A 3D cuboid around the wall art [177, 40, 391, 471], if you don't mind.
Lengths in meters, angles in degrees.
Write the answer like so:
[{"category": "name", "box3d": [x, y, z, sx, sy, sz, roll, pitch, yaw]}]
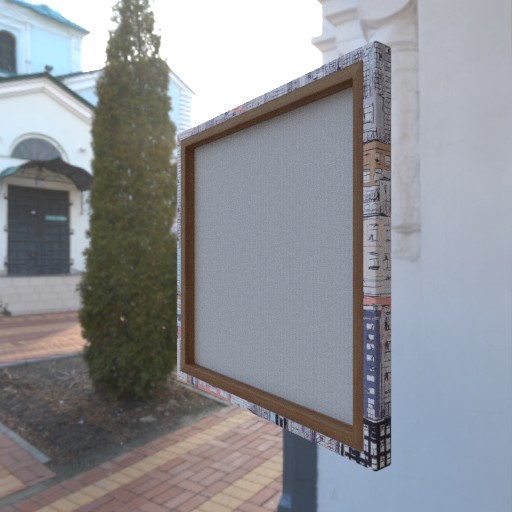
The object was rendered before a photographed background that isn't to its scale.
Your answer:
[{"category": "wall art", "box3d": [0.000, 0.000, 1.095, 0.048, 0.762, 0.761, 0, 0, -37]}]
